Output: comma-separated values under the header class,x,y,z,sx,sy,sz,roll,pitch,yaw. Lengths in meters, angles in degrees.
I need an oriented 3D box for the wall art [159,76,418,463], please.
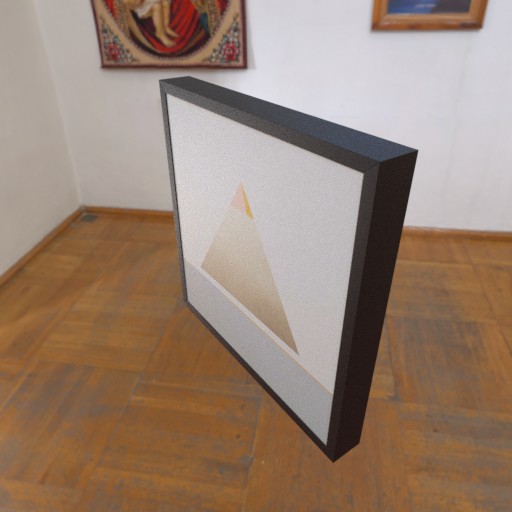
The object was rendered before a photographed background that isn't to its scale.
class,x,y,z,sx,sy,sz,roll,pitch,yaw
wall art,0.000,0.000,0.459,0.037,0.303,0.304,-21,38,-30
